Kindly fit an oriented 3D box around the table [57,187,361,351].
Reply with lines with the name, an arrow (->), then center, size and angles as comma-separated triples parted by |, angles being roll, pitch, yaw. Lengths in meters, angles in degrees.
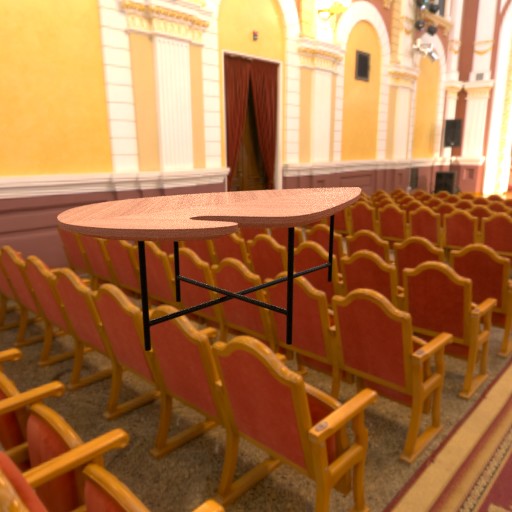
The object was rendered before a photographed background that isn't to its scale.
table -> 0.000, 0.000, 1.421 | 0.598, 0.360, 1.199 | 13, 19, 42
